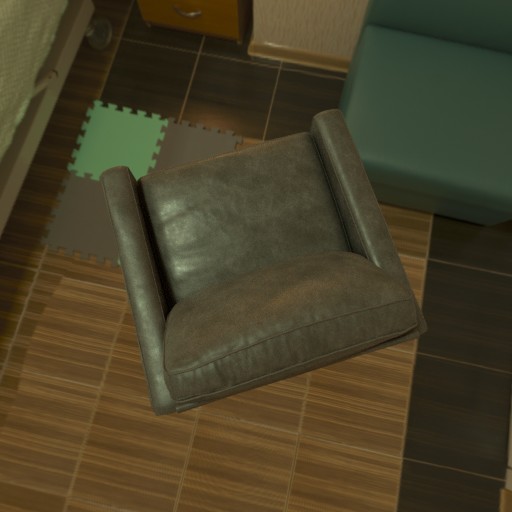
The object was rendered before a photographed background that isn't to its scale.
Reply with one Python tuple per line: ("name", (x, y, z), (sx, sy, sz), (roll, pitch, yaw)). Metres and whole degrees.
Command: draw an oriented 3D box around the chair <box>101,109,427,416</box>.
("chair", (0.000, 0.000, 1.729), (1.006, 0.916, 0.939), (-16, 75, -4))
